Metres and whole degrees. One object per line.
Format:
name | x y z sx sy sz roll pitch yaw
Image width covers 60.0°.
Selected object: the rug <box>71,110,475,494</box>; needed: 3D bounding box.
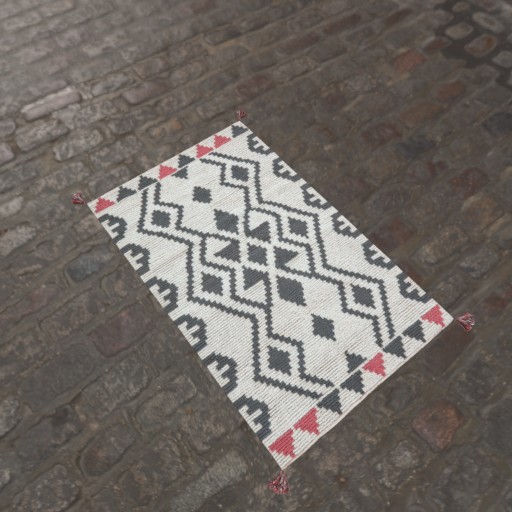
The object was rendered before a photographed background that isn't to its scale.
rug | 0.000 0.000 3.255 1.741 0.066 2.672 -34 65 -18
